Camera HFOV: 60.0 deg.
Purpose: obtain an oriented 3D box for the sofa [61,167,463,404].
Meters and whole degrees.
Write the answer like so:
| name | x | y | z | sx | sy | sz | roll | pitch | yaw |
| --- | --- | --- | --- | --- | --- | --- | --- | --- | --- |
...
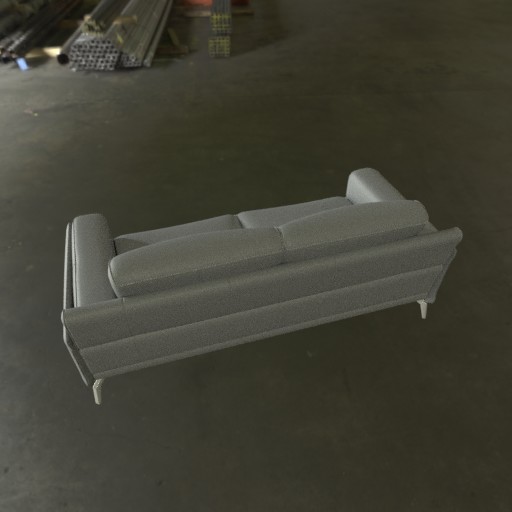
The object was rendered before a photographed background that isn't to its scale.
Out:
| name | x | y | z | sx | sy | sz | roll | pitch | yaw |
| --- | --- | --- | --- | --- | --- | --- | --- | --- | --- |
| sofa | 0.000 | 0.000 | 2.602 | 2.100 | 0.900 | 0.969 | -12 | 41 | -13 |
